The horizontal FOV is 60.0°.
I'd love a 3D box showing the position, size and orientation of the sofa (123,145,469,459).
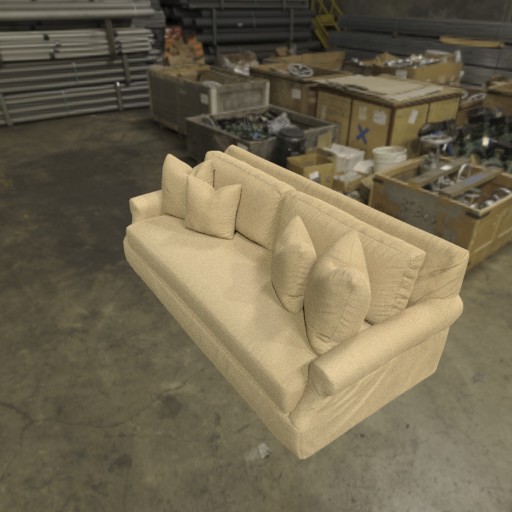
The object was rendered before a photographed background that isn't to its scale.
[{"bbox_3d":[0.000,0.000,2.836,1.067,0.904,2.285,-19,36,-29],"label":"sofa"}]
